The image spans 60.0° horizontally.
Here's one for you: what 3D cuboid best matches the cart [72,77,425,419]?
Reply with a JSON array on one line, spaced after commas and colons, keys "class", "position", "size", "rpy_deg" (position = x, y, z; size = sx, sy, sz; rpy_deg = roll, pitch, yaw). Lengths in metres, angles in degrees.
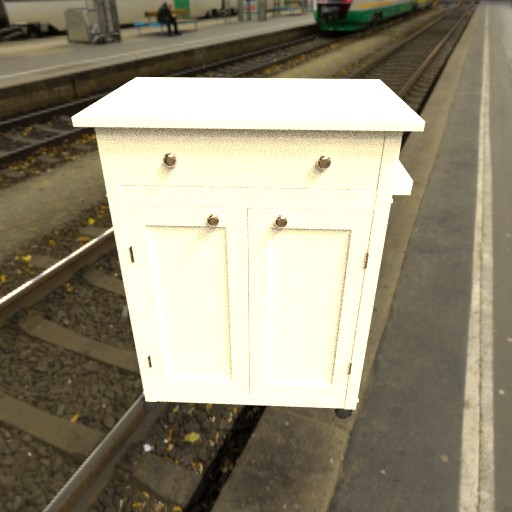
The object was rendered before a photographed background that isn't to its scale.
[{"class": "cart", "position": [0.000, 0.000, 1.243], "size": [0.683, 0.864, 0.442], "rpy_deg": [1, 31, 2]}]
